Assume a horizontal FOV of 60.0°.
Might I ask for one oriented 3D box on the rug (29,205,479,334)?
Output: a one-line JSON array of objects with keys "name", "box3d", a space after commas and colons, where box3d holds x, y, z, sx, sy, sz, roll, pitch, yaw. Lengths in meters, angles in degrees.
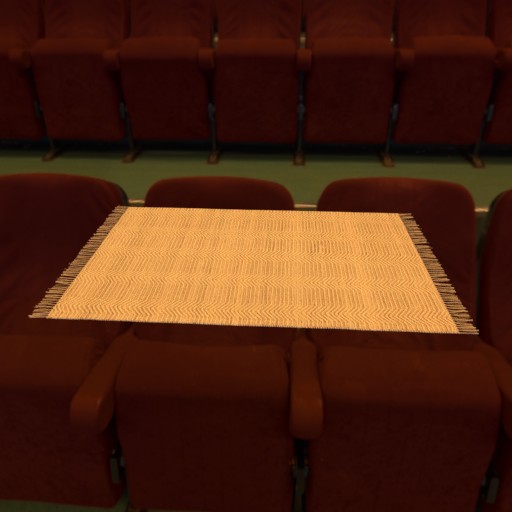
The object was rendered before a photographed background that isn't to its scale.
[{"name": "rug", "box3d": [0.000, 0.000, 2.483, 2.021, 0.027, 1.224, 2, 31, 3]}]
